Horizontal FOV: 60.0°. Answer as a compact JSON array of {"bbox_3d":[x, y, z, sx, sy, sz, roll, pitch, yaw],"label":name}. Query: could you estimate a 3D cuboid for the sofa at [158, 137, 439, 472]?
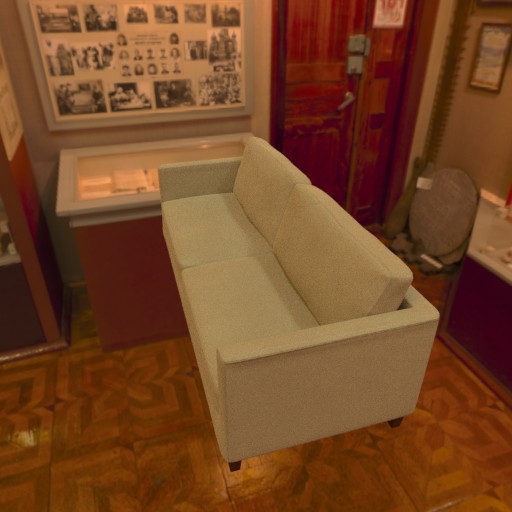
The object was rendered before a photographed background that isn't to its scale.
[{"bbox_3d":[0.000,0.000,2.690,0.948,0.932,2.181,-9,32,-14],"label":"sofa"}]
